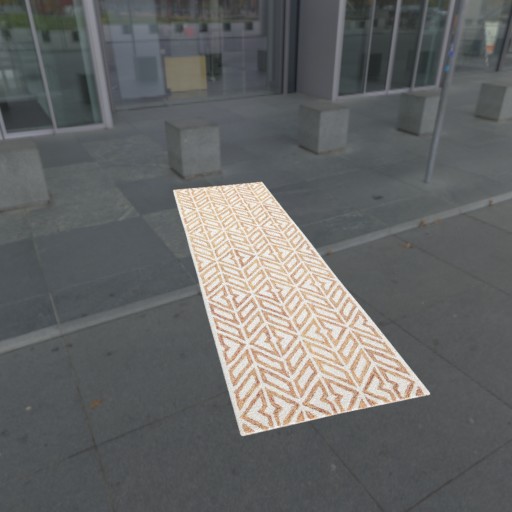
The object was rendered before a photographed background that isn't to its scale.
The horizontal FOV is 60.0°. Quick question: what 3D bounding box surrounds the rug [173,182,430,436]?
[{"bbox_3d":[0.000,0.000,2.649,0.750,0.009,2.435,-7,30,-13],"label":"rug"}]
